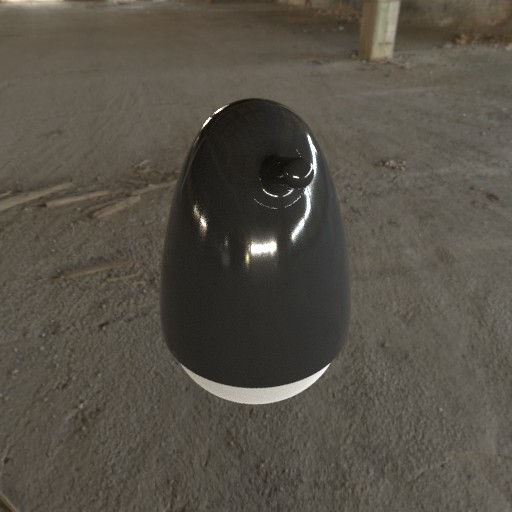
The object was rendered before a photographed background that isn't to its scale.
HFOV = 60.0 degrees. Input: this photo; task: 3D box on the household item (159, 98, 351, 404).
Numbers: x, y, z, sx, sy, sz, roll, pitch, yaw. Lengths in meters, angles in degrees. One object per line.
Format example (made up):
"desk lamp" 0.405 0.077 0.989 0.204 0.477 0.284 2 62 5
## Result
"household item" 0.000 0.000 0.222 0.102 0.152 0.104 -10 34 -15
